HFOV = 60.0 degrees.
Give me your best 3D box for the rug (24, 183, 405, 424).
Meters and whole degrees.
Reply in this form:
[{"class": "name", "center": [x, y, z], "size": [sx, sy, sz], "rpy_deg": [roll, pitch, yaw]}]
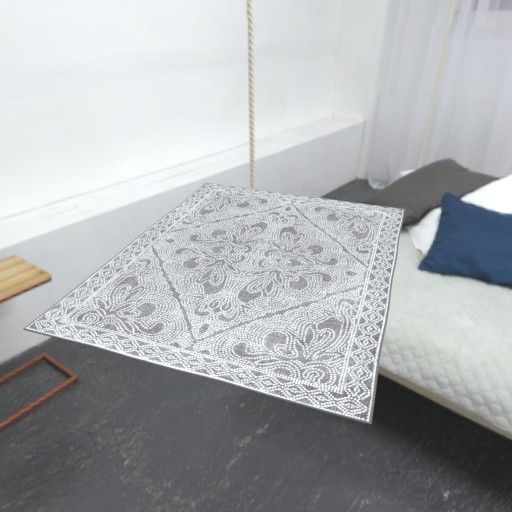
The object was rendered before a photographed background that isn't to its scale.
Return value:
[{"class": "rug", "center": [0.000, 0.000, 4.009], "size": [2.438, 0.012, 3.048], "rpy_deg": [10, 32, 17]}]
